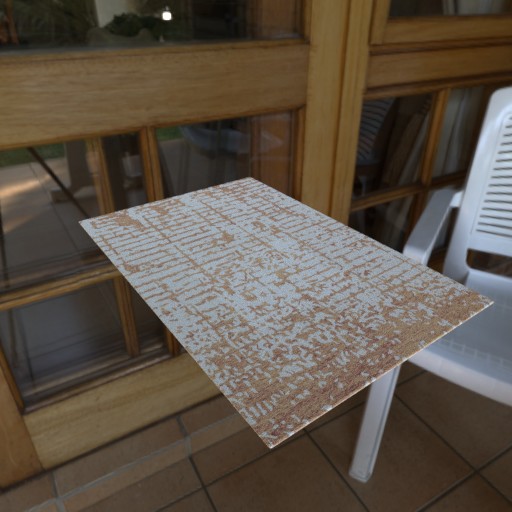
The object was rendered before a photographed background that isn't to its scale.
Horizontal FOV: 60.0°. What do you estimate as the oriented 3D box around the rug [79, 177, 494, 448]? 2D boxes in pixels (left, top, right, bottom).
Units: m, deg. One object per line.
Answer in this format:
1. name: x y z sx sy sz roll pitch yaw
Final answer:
1. rug: 0.000 0.000 2.241 1.219 0.011 1.829 -20 37 -30
